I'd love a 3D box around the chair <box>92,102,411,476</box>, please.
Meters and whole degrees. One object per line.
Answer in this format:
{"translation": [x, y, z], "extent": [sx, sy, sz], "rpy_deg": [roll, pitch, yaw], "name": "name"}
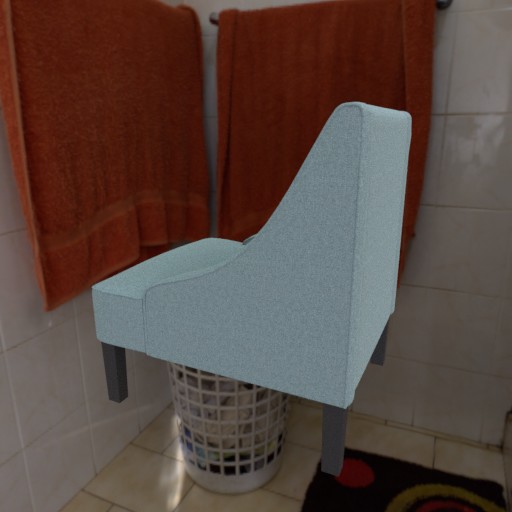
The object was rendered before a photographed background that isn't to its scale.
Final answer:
{"translation": [0.000, 0.000, 1.808], "extent": [1.025, 1.133, 0.857], "rpy_deg": [8, 18, 25], "name": "chair"}
